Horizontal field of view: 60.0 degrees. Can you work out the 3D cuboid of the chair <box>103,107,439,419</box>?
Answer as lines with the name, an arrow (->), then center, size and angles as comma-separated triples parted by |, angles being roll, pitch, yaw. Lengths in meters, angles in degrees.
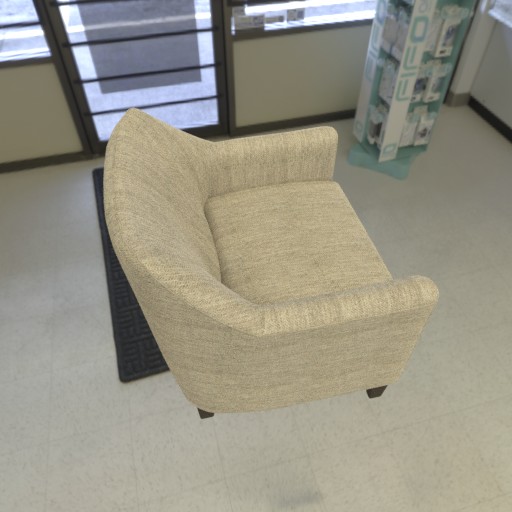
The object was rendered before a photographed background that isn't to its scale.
chair -> 0.000, 0.000, 1.389 | 0.758, 0.761, 0.796 | -9, 48, -9
